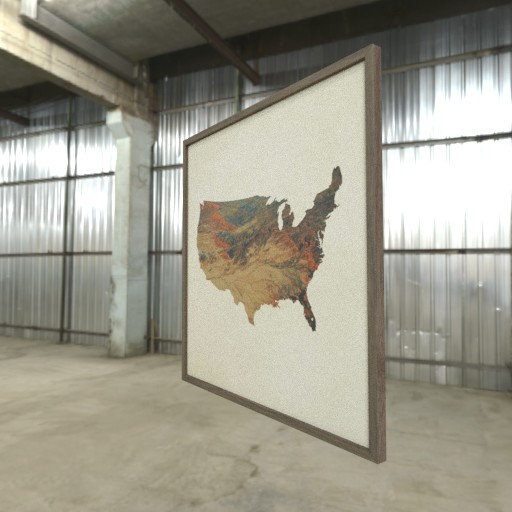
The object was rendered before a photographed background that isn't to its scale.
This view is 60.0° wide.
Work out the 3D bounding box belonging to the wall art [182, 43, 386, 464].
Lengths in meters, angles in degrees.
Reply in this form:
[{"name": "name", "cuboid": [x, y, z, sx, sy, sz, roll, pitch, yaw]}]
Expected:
[{"name": "wall art", "cuboid": [0.000, 0.000, 0.741, 0.016, 0.507, 0.508, 1, -2, -36]}]
